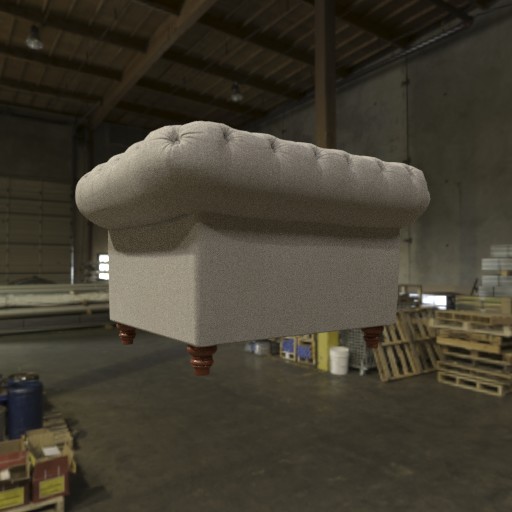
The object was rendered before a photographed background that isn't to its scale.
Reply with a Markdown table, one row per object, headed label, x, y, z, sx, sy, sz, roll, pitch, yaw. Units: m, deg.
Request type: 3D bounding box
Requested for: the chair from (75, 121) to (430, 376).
| label | x | y | z | sx | sy | sz | roll | pitch | yaw |
| --- | --- | --- | --- | --- | --- | --- | --- | --- | --- |
| chair | 0.000 | 0.000 | 1.862 | 1.270 | 0.770 | 0.976 | 1 | -2 | -35 |
